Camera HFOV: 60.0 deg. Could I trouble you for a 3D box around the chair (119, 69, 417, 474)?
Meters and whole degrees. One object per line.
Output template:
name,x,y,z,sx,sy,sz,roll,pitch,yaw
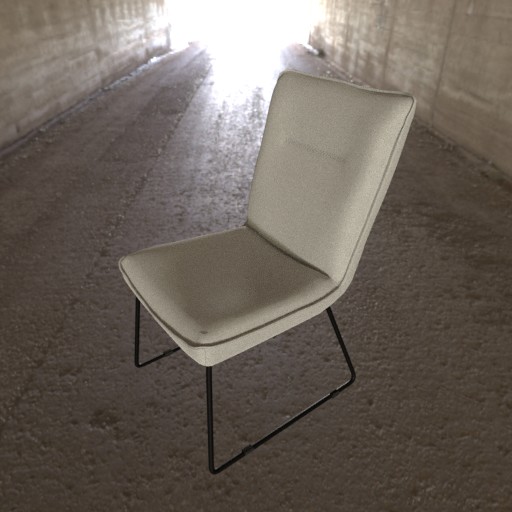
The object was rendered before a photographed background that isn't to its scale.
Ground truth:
chair,0.000,0.000,1.319,0.688,0.930,0.515,-21,37,-31
